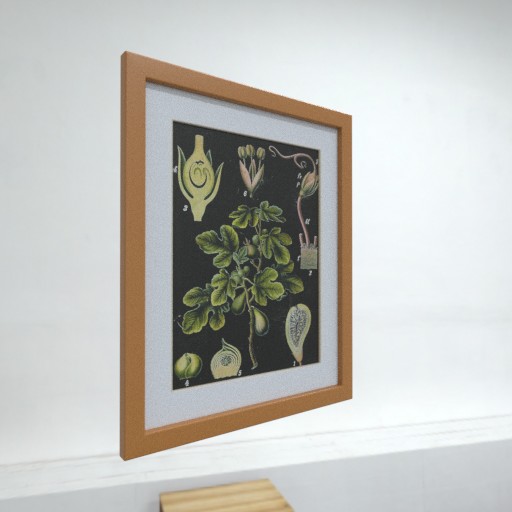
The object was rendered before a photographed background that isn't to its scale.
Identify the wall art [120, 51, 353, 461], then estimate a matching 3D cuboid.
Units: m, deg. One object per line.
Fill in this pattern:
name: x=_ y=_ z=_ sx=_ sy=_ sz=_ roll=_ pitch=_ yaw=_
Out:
wall art: x=0.000 y=0.000 z=0.738 sx=0.452 sy=0.553 sz=0.022 roll=0 pitch=-1 yaw=-36
